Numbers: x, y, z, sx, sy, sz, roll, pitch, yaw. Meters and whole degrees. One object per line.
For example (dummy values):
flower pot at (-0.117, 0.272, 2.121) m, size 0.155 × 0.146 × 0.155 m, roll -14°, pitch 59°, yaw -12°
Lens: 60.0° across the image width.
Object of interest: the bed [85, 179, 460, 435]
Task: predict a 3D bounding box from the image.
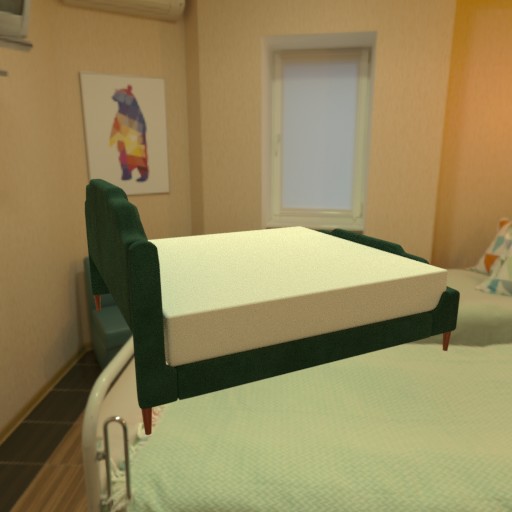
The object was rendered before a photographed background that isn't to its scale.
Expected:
bed at (0.000, 0.000, 3.558) m, size 2.340 × 1.245 × 2.074 m, roll -7°, pitch 15°, yaw -25°
